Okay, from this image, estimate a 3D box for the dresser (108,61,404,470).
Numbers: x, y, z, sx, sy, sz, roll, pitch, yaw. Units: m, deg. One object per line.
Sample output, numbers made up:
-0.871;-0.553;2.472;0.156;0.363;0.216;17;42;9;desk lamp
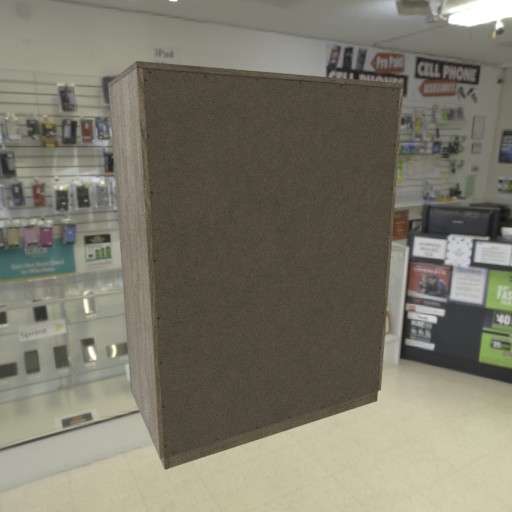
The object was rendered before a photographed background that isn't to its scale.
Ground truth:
0.000;0.000;1.770;0.967;1.295;0.483;-7;15;-26;dresser
